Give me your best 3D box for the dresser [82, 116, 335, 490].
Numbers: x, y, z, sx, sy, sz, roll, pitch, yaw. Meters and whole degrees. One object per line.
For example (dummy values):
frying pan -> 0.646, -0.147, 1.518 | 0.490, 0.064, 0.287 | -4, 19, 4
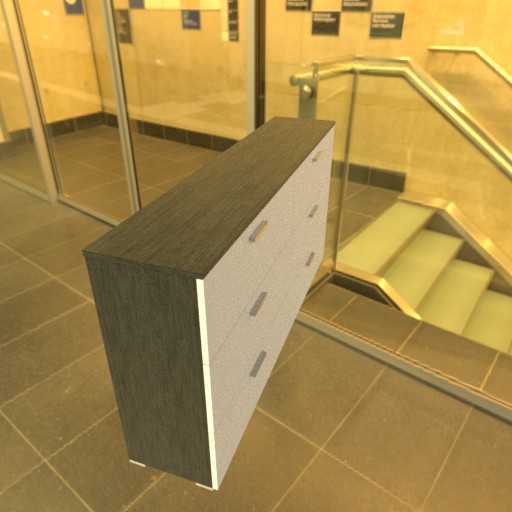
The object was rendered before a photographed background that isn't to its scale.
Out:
dresser -> 0.000, 0.000, 1.829 | 0.333, 0.790, 1.535 | 10, 31, 17
